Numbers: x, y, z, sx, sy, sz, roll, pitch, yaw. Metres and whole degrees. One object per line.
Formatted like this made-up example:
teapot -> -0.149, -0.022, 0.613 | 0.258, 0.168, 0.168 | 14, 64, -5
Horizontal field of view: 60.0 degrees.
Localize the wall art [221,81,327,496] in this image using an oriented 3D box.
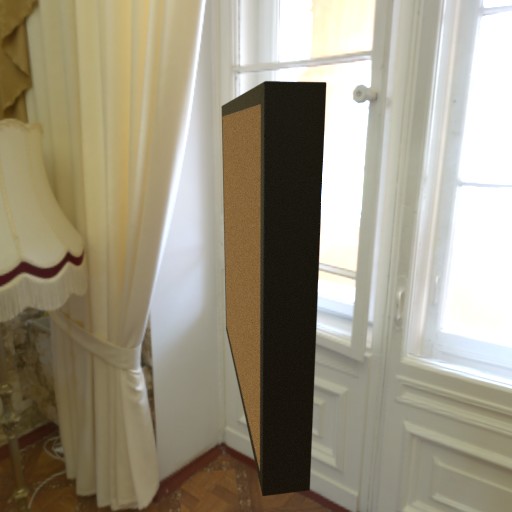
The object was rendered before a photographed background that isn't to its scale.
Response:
wall art -> 0.000, 0.000, 0.452 | 0.038, 0.304, 0.304 | -3, 16, -9
